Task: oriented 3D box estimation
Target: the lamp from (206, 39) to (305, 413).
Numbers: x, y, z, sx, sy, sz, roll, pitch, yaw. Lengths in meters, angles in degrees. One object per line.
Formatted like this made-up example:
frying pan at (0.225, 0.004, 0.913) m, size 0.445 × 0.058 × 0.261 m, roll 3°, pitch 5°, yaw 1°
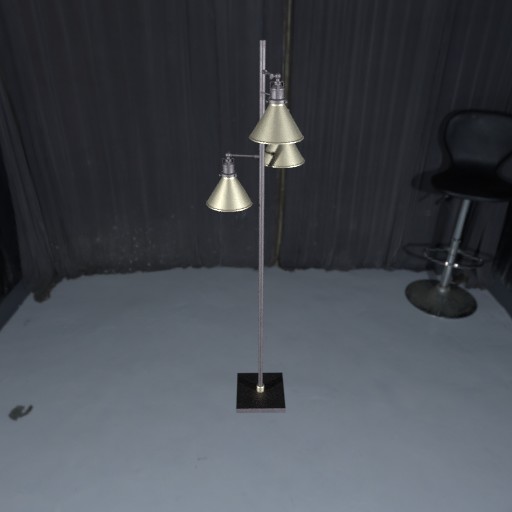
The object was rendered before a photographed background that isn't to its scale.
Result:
lamp at (0.000, 0.000, 1.955) m, size 0.415 × 1.716 × 0.428 m, roll -1°, pitch 29°, yaw -1°
